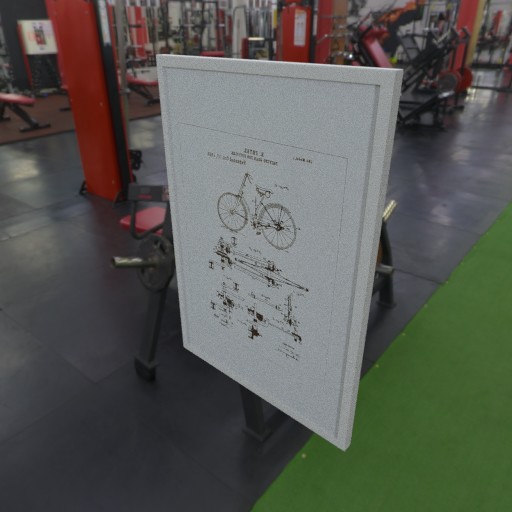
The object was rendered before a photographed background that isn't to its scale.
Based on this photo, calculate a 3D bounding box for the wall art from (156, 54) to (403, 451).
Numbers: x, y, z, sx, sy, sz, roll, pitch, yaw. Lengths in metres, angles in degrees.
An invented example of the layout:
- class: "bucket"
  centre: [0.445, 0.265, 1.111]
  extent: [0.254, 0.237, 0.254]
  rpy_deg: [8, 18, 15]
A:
- class: "wall art"
  centre: [0.000, 0.000, 0.590]
  extent: [0.332, 0.477, 0.015]
  rpy_deg: [22, 35, 36]
